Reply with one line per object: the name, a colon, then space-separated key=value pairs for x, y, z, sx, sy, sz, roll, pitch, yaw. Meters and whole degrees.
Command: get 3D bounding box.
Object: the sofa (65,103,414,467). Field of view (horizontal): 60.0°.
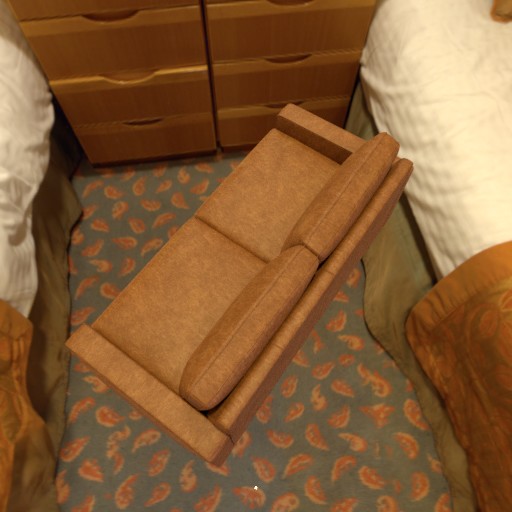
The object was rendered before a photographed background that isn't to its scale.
sofa: x=0.000 y=0.000 z=2.667 sx=0.991 sy=0.928 sz=2.156 roll=32 pitch=67 yaw=16
